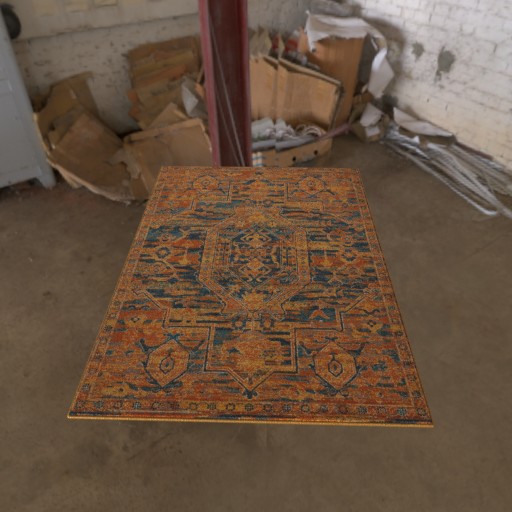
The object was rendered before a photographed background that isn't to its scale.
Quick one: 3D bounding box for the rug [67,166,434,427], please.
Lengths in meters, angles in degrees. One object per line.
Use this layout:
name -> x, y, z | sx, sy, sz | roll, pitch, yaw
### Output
rug -> 0.000, 0.000, 2.745 | 1.588, 0.024, 2.204 | 1, 41, 1
